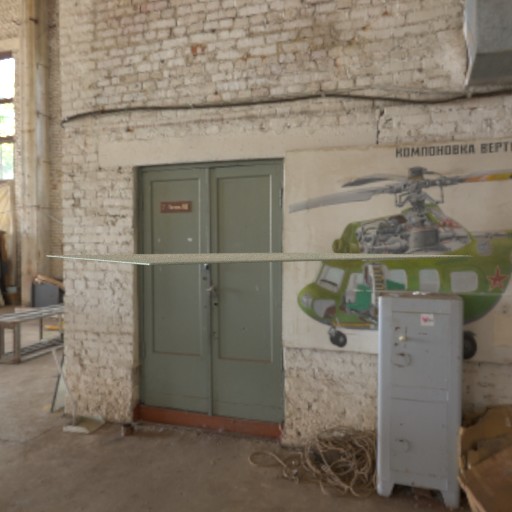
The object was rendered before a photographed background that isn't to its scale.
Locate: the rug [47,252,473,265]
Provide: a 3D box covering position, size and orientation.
[{"bbox_3d":[0.000,0.000,3.943,2.980,0.012,2.363,-1,2,-36],"label":"rug"}]
